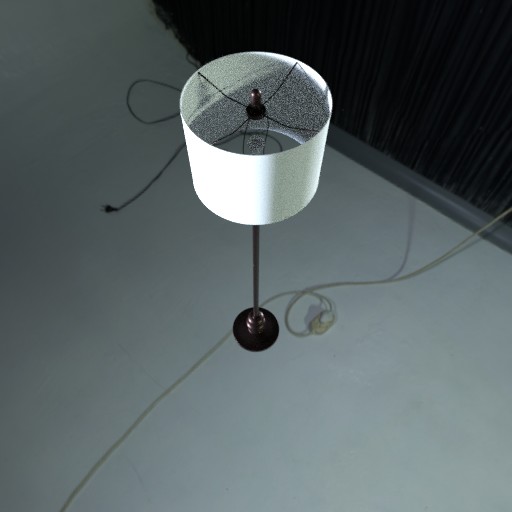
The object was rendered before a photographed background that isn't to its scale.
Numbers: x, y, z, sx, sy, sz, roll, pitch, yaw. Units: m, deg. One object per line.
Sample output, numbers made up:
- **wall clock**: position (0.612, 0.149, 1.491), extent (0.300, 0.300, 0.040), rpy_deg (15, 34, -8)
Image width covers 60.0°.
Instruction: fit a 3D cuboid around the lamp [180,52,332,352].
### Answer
- **lamp**: position (0.000, 0.000, 1.653), extent (0.356, 1.487, 0.356), rpy_deg (32, 64, 17)
